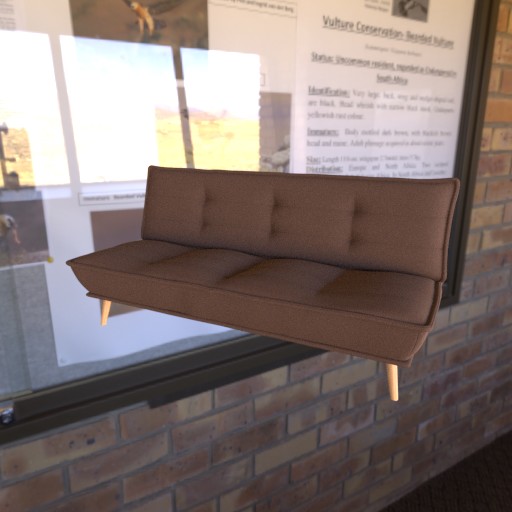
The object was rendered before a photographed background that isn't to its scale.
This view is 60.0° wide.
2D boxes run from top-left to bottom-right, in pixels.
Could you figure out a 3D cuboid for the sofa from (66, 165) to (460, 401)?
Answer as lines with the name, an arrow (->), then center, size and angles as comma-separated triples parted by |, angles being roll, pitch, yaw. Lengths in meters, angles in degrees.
sofa -> 0.000, 0.000, 2.451 | 1.940, 0.890, 0.950 | 8, 18, 26
